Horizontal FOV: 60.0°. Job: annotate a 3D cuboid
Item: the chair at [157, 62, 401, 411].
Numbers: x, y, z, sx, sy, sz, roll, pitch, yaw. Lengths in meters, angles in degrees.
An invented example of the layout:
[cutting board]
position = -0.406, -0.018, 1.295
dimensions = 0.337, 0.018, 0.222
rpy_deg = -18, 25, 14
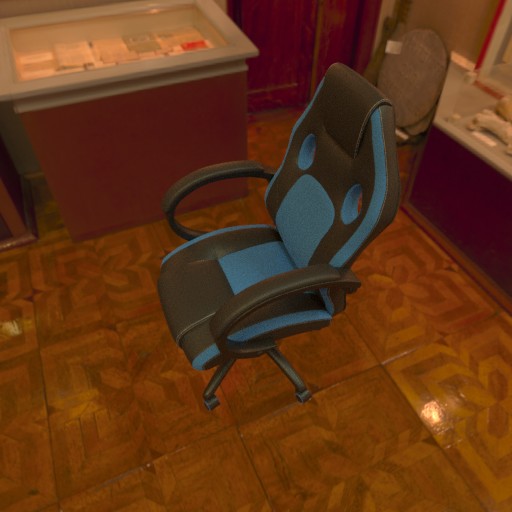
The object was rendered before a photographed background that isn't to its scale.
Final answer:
[chair]
position = 0.000, 0.000, 1.589
dimensions = 0.724, 1.187, 0.673
rpy_deg = -16, 48, -15
